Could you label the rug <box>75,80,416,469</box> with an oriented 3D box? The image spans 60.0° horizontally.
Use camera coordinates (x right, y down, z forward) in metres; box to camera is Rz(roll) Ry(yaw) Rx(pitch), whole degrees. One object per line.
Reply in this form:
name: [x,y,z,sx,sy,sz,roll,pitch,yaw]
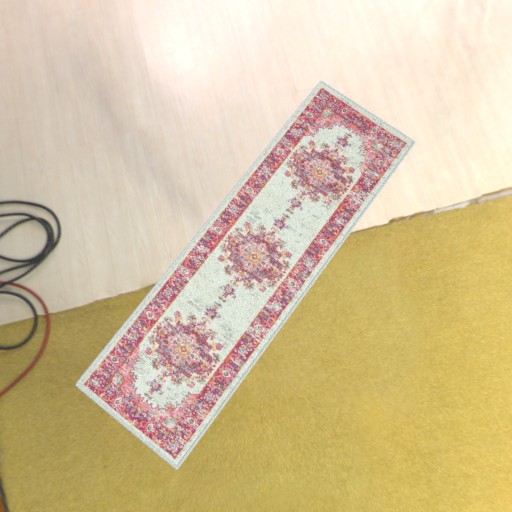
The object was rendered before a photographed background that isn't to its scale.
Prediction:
rug: [0.000,0.000,2.006,0.562,0.009,1.824,36,80,8]
